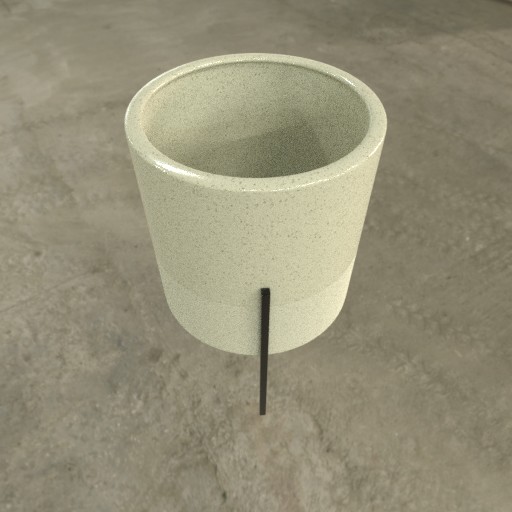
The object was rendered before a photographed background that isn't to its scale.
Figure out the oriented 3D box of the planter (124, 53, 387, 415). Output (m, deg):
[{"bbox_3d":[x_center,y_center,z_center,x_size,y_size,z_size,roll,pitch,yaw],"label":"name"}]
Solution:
[{"bbox_3d":[0.000,0.000,0.541,0.234,0.390,0.243,-3,48,-3],"label":"planter"}]
